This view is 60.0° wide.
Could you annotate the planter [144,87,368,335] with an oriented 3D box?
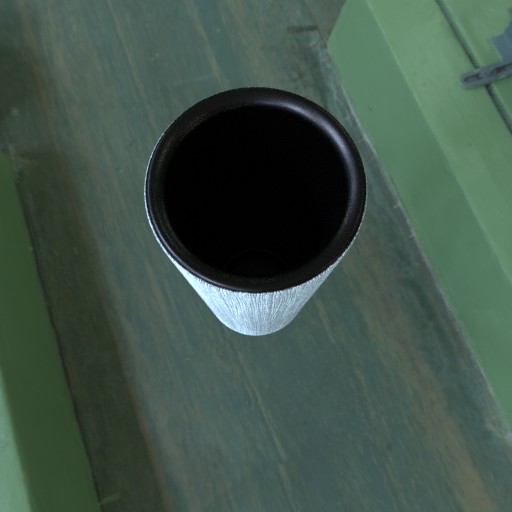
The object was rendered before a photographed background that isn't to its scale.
[{"bbox_3d":[0.000,0.000,0.327,0.100,0.270,0.100,-21,77,-5],"label":"planter"}]
